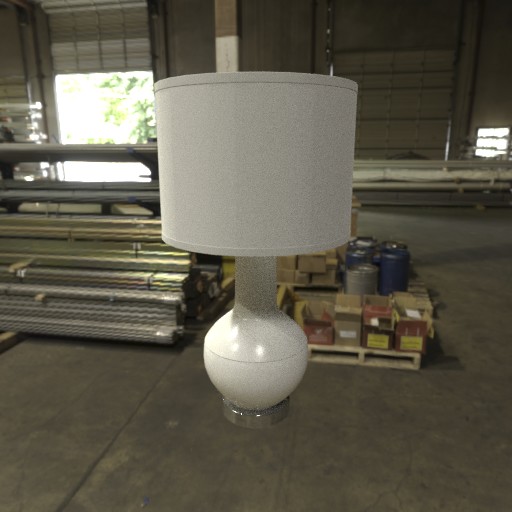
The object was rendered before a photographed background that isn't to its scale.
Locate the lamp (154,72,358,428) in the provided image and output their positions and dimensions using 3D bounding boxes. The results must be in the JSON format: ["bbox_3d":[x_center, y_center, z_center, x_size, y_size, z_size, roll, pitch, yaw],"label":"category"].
[{"bbox_3d":[0.000,0.000,0.868,0.357,0.673,0.357,2,14,10],"label":"lamp"}]
